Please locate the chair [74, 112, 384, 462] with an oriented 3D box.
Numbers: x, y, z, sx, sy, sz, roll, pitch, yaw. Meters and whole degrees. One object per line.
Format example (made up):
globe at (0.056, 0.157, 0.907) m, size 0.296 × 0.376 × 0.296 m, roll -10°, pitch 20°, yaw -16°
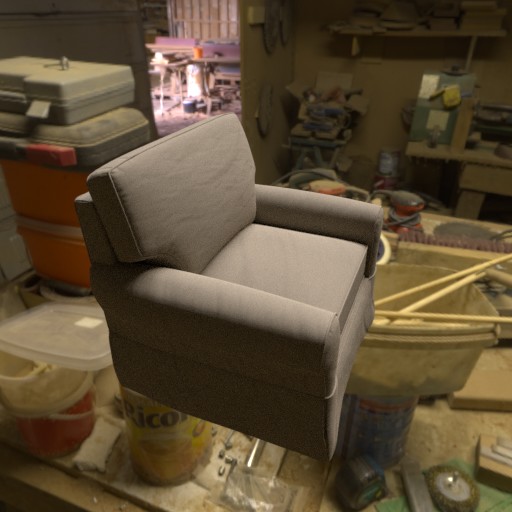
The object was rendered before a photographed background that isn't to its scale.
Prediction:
chair at (0.000, 0.000, 1.906) m, size 0.988 × 1.017 × 1.135 m, roll 12°, pitch 32°, yaw 19°
